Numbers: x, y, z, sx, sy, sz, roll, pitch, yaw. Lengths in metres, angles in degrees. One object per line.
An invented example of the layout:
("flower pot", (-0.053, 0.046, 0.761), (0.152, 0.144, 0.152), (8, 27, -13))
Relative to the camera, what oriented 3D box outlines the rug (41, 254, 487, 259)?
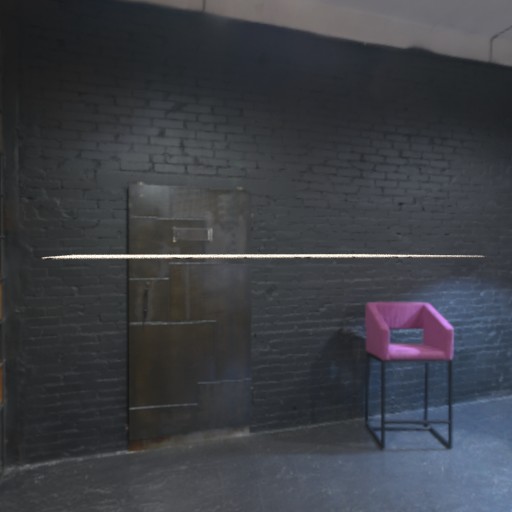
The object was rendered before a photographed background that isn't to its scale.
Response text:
("rug", (0.000, 0.000, 3.049), (2.465, 0.008, 1.526), (0, 1, -17))
